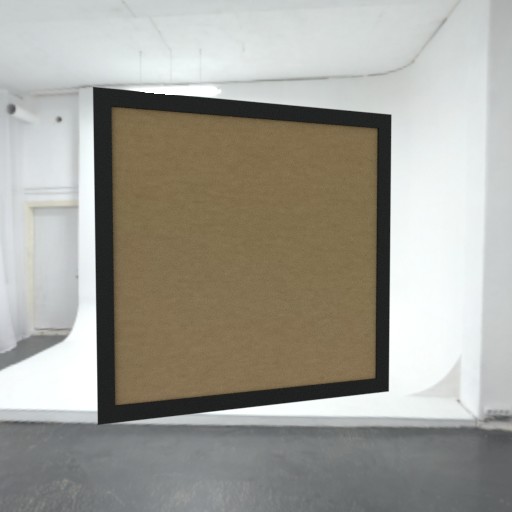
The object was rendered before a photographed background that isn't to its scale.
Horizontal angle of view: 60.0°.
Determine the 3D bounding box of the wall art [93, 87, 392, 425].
[{"bbox_3d":[0.000,0.000,0.525,0.358,0.357,0.012,-1,2,-17],"label":"wall art"}]
